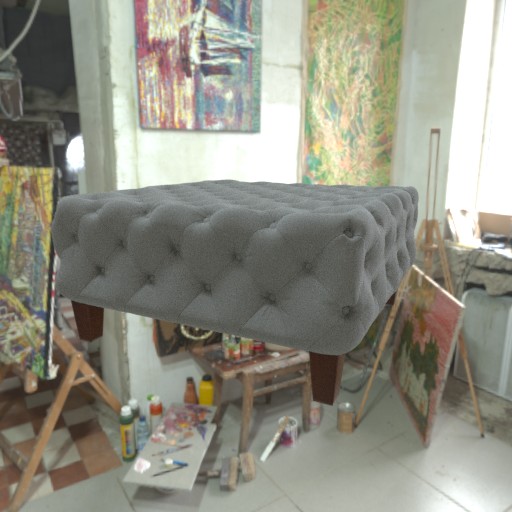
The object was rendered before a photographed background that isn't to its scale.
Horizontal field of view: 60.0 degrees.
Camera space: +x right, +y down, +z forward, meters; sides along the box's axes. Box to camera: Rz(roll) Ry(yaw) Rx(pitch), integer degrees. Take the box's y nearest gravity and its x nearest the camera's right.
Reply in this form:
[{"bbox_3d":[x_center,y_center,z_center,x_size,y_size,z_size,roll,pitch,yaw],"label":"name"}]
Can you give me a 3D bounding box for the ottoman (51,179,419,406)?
[{"bbox_3d":[0.000,0.000,1.448,0.917,0.439,0.911,7,15,26],"label":"ottoman"}]
